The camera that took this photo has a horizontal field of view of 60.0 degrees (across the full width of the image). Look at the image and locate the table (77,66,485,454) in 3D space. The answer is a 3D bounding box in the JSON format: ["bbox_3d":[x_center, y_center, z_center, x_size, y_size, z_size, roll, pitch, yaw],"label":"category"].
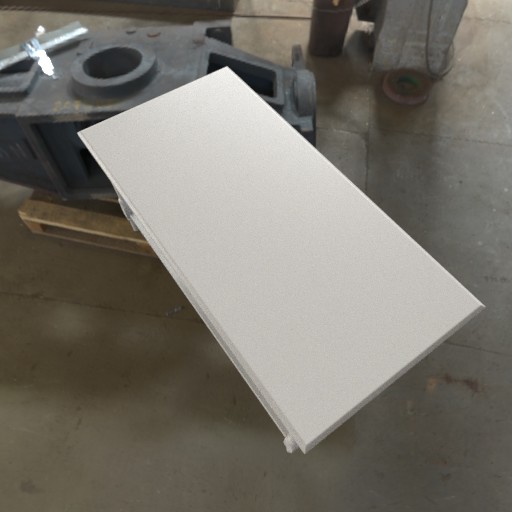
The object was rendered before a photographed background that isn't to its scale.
[{"bbox_3d":[0.000,0.000,1.415,0.551,0.506,1.109,-31,64,-18],"label":"table"}]
